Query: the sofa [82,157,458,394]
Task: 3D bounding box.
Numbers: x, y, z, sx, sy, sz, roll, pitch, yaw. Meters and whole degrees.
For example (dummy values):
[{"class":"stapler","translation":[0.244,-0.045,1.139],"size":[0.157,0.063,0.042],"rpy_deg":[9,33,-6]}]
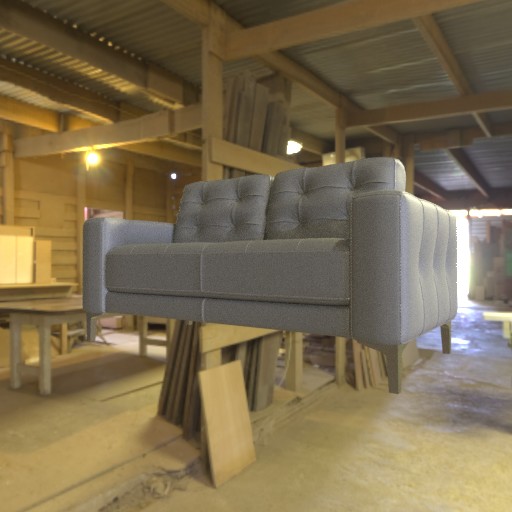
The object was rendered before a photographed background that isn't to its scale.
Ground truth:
[{"class":"sofa","translation":[0.000,0.000,2.193],"size":[1.726,0.893,0.833],"rpy_deg":[-1,-1,35]}]
